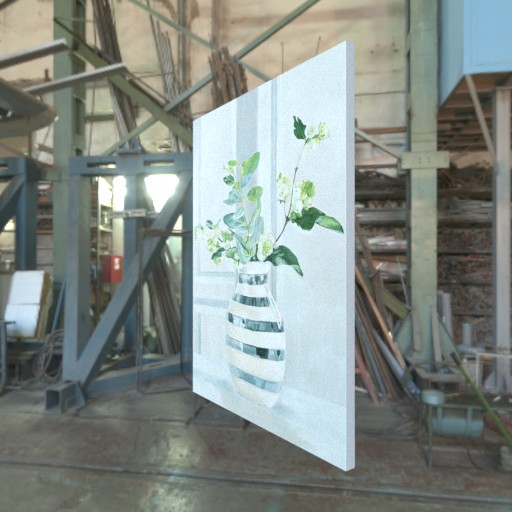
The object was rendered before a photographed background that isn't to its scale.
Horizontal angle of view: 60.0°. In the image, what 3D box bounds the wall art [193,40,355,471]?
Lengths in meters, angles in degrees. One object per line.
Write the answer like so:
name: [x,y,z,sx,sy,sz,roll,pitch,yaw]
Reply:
wall art: [0.000,0.000,1.626,0.038,1.212,0.914,0,0,-36]
